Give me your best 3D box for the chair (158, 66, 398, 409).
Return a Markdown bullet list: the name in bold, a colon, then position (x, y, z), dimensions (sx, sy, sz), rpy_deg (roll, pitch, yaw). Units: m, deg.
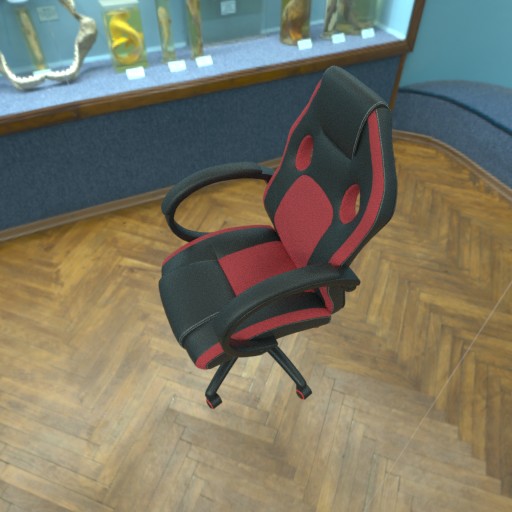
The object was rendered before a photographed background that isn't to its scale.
- **chair**: position (0.000, 0.000, 1.616), dimensions (0.724, 1.187, 0.673), rpy_deg (-17, 49, -16)
